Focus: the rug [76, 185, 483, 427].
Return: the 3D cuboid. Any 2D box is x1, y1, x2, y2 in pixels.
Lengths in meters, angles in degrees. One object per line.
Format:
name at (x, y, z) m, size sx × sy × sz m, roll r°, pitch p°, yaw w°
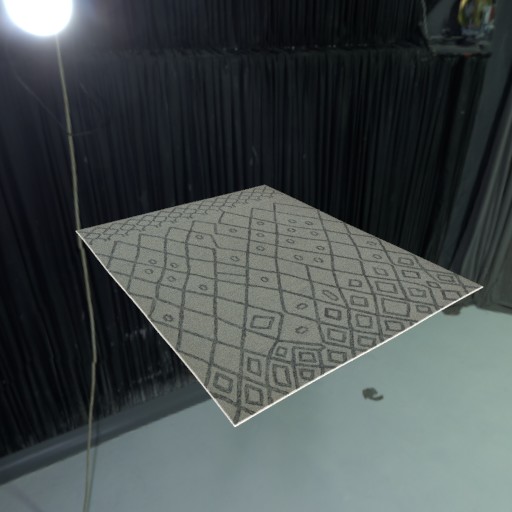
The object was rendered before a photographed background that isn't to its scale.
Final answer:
rug at (0.000, 0.000, 4.127) m, size 2.446 × 0.015 × 3.046 m, roll -19°, pitch 34°, yaw -30°
